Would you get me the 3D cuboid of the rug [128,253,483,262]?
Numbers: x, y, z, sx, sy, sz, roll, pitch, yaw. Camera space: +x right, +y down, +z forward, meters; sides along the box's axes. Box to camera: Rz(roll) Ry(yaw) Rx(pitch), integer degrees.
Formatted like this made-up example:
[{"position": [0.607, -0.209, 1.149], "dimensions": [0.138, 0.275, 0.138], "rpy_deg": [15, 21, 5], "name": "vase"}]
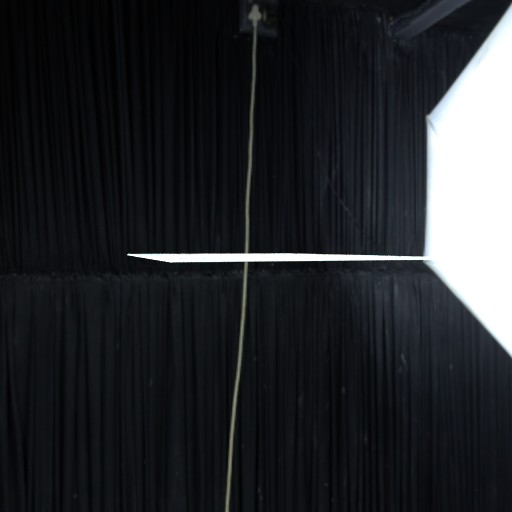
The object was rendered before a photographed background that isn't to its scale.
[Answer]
[{"position": [0.000, 0.000, 3.017], "dimensions": [1.566, 0.004, 2.363], "rpy_deg": [0, 1, -19], "name": "rug"}]
